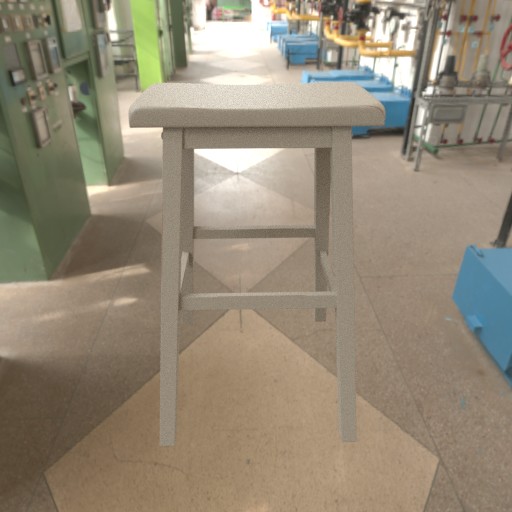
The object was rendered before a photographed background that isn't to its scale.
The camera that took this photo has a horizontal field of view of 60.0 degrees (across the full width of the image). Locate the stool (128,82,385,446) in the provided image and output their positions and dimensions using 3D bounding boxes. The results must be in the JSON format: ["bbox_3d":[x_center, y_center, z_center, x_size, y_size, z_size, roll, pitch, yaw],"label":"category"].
[{"bbox_3d":[0.000,0.000,1.048,0.457,0.737,0.476,-1,31,-1],"label":"stool"}]
